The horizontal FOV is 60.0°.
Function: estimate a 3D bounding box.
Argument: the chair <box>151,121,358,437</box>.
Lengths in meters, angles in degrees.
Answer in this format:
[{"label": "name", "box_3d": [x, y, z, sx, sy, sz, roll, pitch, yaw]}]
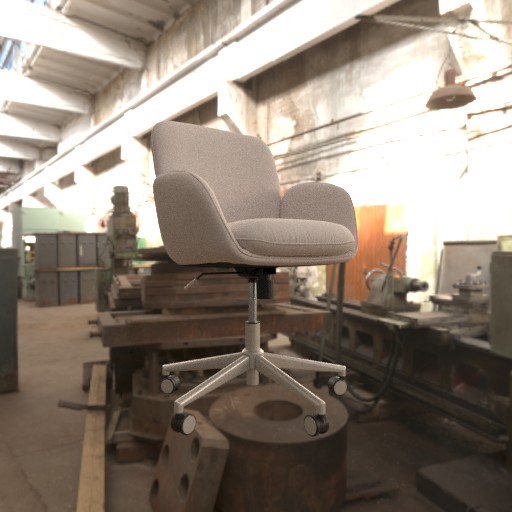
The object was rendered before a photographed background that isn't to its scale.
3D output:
[{"label": "chair", "box_3d": [0.000, 0.000, 1.428, 0.648, 0.959, 0.633, 0, 1, -35]}]
